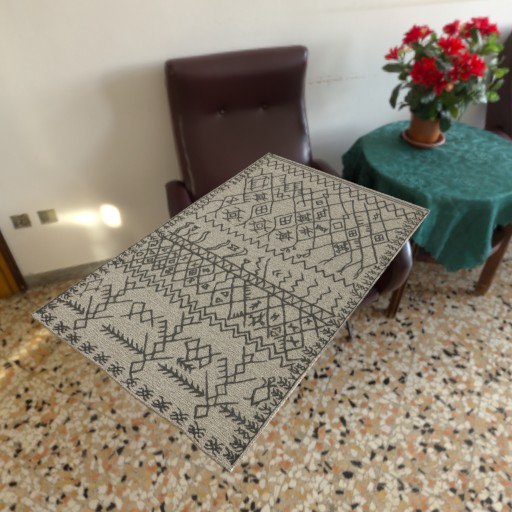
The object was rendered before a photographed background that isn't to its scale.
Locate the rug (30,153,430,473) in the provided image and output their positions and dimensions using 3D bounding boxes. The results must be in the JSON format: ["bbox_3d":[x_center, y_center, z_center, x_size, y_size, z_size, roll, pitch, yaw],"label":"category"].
[{"bbox_3d":[0.000,0.000,4.723,2.393,0.019,3.824,26,48,27],"label":"rug"}]
